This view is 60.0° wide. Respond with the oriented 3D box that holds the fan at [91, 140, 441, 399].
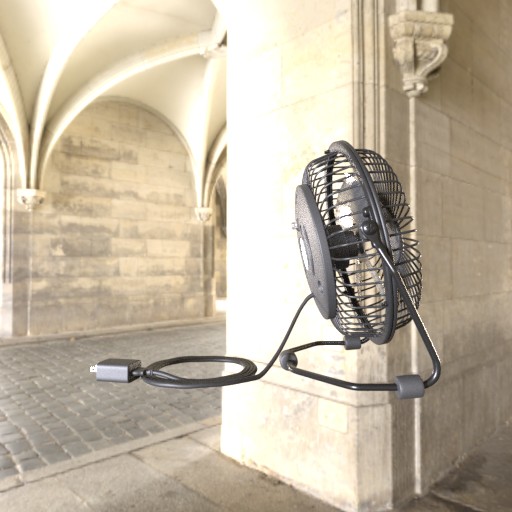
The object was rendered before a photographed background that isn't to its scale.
[{"bbox_3d":[0.000,0.000,0.299,0.202,0.152,0.153,0,-1,0],"label":"fan"}]
